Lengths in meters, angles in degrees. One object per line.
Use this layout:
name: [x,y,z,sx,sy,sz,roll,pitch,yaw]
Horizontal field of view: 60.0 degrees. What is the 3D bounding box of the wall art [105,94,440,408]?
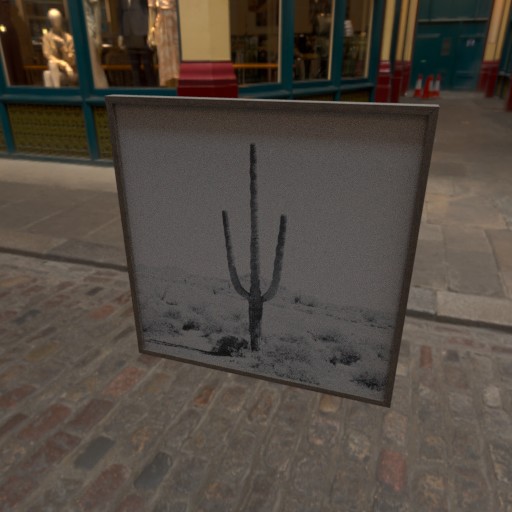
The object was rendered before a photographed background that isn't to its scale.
wall art: [0.000,0.000,1.142,0.762,0.762,0.038,8,26,17]
